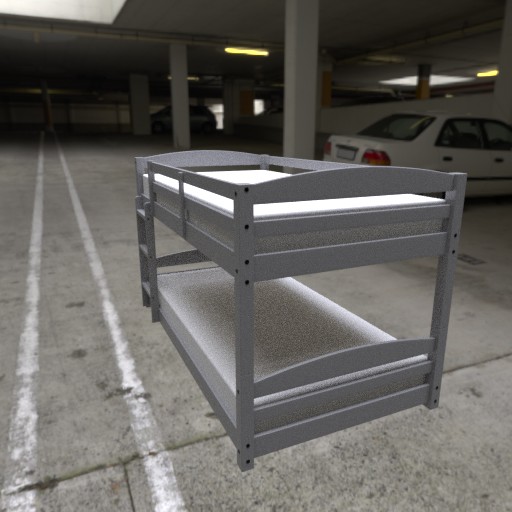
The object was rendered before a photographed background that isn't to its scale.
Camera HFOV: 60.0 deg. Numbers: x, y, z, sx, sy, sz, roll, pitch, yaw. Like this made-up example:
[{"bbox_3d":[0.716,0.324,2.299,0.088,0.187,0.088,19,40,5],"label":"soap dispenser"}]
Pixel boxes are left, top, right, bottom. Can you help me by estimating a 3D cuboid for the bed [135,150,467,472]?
[{"bbox_3d":[0.000,0.000,2.733,1.105,1.206,2.013,-7,17,-24],"label":"bed"}]
